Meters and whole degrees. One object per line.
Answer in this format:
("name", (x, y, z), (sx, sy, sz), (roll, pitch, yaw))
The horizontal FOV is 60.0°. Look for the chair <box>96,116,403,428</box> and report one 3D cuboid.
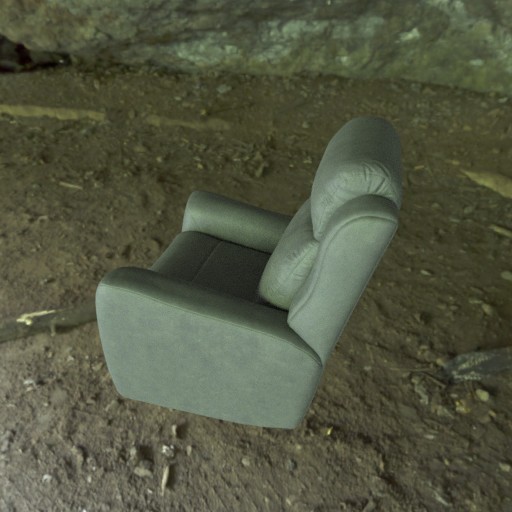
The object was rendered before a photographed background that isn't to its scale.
("chair", (0.000, 0.000, 1.914), (1.068, 1.116, 0.967), (8, 32, 13))
